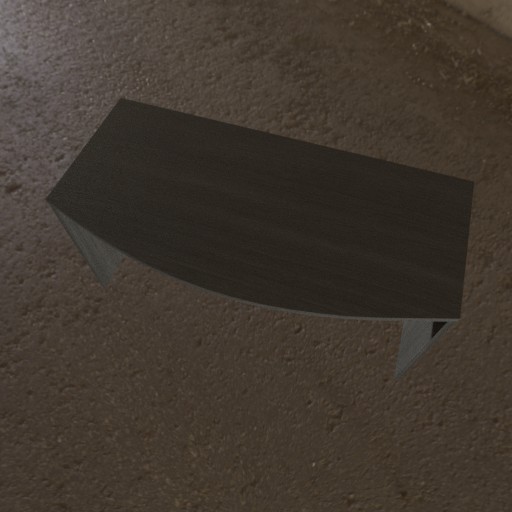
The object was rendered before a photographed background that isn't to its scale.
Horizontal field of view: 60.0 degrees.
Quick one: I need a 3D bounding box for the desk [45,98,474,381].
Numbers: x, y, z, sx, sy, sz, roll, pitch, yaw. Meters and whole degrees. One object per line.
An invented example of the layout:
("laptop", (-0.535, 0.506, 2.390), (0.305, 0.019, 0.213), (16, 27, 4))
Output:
("desk", (0.000, 0.000, 2.052), (1.600, 0.750, 0.802), (16, 60, 10))
